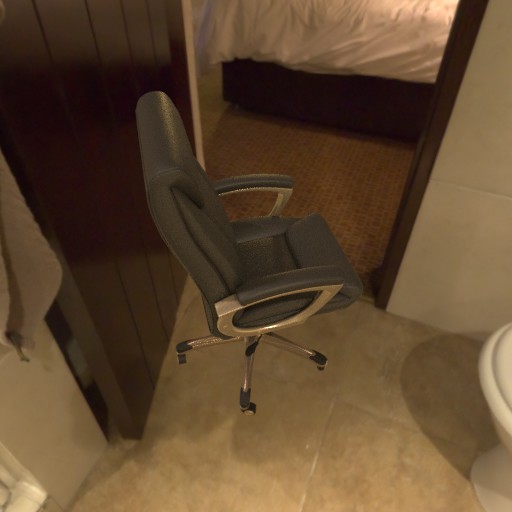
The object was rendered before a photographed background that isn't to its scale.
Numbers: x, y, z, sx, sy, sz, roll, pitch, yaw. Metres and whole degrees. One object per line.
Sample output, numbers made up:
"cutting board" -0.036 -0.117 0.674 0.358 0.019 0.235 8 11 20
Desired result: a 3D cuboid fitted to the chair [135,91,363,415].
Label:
"chair" 0.000 0.000 1.710 0.748 1.188 0.694 -10 45 -10
